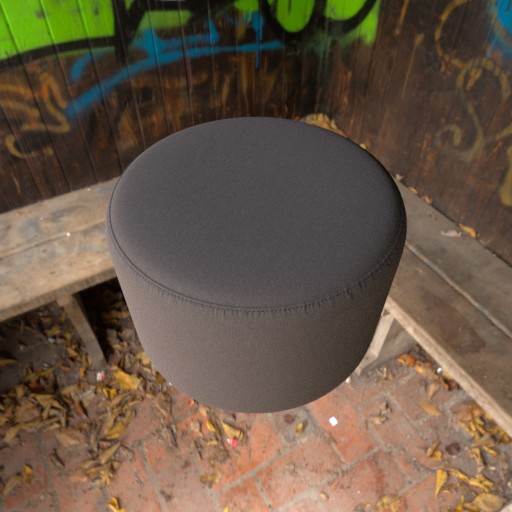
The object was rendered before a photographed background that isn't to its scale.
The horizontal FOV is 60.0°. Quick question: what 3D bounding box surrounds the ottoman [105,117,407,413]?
[{"bbox_3d":[0.000,0.000,1.025,0.608,0.433,0.608,0,47,0],"label":"ottoman"}]
